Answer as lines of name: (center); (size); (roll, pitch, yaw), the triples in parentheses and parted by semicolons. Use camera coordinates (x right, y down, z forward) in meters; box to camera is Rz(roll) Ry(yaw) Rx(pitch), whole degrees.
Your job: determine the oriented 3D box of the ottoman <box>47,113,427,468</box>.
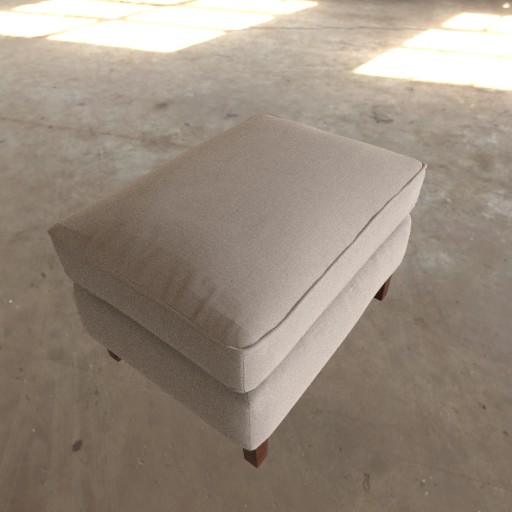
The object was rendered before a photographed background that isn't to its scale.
ottoman: (0.000, 0.000, 0.980); (0.501, 0.456, 0.665); (26, 47, 27)
